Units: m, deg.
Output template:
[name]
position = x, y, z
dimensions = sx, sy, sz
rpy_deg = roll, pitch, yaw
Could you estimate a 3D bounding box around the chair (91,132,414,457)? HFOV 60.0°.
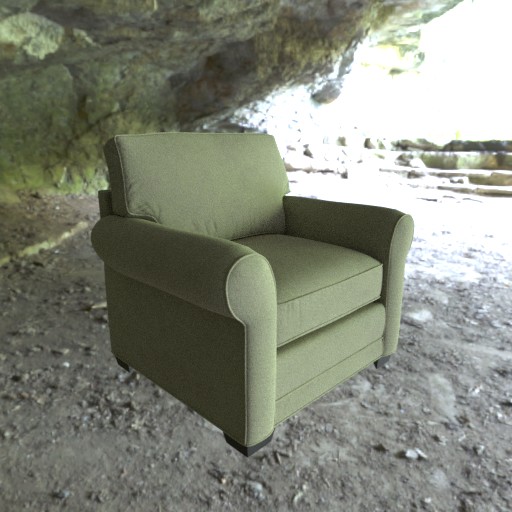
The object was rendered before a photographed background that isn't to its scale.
[chair]
position = 0.000, 0.000, 1.939
dimensions = 1.147, 1.044, 0.939
rpy_deg = -15, 21, -43
